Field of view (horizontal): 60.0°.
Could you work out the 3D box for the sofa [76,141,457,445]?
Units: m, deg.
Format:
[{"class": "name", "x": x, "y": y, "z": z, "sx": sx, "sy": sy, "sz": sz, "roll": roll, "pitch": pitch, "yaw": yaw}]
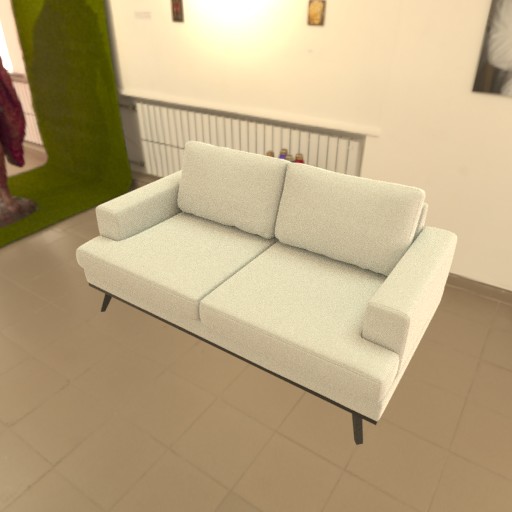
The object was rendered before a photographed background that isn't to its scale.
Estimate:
[{"class": "sofa", "x": 0.000, "y": 0.000, "z": 2.193, "sx": 1.650, "sy": 0.810, "sz": 0.920, "roll": 19, "pitch": 36, "yaw": 28}]
